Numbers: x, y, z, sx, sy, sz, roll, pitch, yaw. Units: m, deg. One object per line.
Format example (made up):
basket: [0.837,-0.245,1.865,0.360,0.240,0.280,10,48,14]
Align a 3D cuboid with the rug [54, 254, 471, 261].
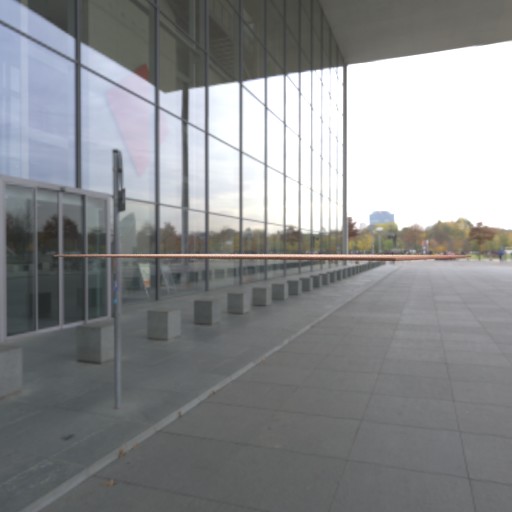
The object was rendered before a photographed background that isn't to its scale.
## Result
rug: [0.000,0.000,3.045,2.438,0.014,1.524,0,1,36]
